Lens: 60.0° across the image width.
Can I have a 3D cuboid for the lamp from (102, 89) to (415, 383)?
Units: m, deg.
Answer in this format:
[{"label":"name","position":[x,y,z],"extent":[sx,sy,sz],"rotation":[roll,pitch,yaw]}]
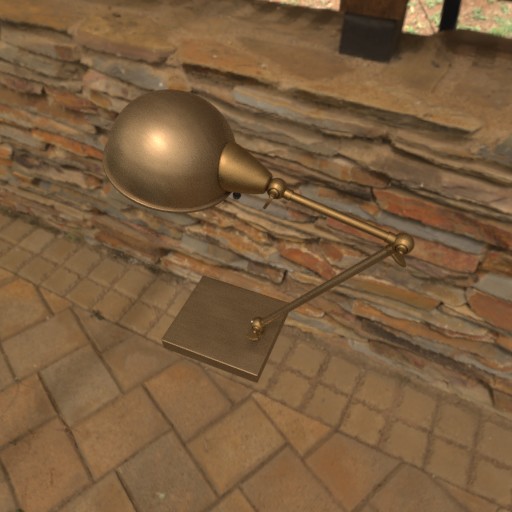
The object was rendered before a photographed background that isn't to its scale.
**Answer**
[{"label":"lamp","position":[0.000,0.000,0.542],"extent":[0.339,0.371,0.149],"rotation":[17,49,15]}]
